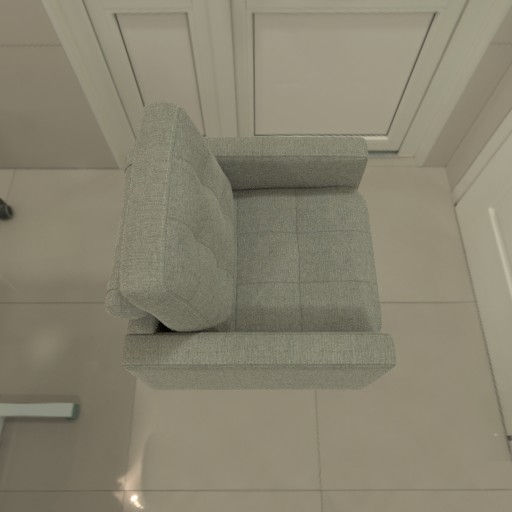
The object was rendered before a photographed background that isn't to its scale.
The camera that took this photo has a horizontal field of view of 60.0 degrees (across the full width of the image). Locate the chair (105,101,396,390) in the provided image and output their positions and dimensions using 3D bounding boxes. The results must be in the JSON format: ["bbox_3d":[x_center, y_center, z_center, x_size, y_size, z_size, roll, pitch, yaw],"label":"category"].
[{"bbox_3d":[0.000,0.000,1.527,0.843,0.880,0.821,0,65,0],"label":"chair"}]
